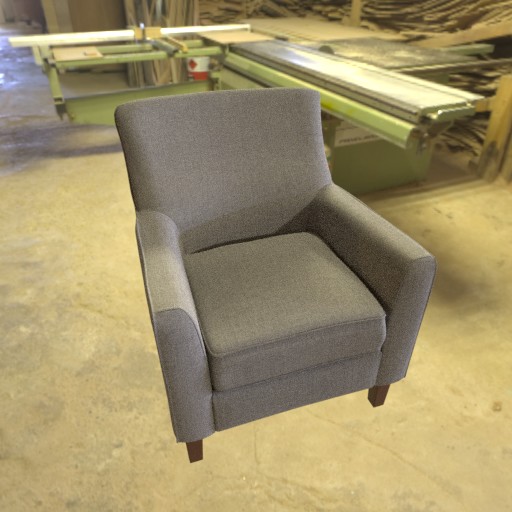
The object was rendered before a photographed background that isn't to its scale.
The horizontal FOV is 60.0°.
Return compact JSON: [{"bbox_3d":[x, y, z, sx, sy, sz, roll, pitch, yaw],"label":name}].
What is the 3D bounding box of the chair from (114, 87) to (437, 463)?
[{"bbox_3d":[0.000,0.000,1.729,0.887,1.047,0.993,-10,34,-16],"label":"chair"}]
